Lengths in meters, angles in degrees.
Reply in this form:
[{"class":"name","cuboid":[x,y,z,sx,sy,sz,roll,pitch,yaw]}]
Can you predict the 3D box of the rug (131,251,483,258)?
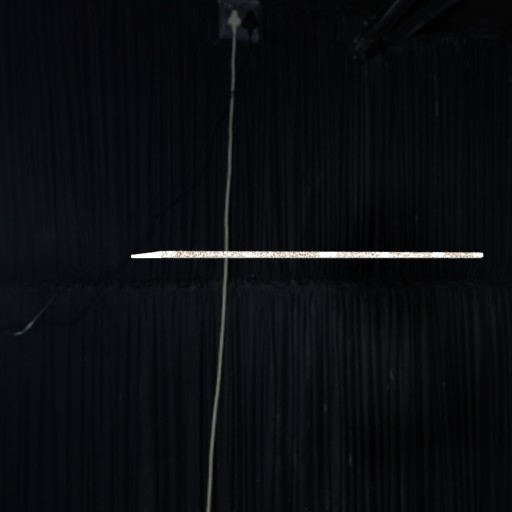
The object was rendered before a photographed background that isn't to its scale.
[{"class":"rug","cuboid":[0.000,0.000,3.487,1.778,0.030,2.743,0,0,-18]}]
